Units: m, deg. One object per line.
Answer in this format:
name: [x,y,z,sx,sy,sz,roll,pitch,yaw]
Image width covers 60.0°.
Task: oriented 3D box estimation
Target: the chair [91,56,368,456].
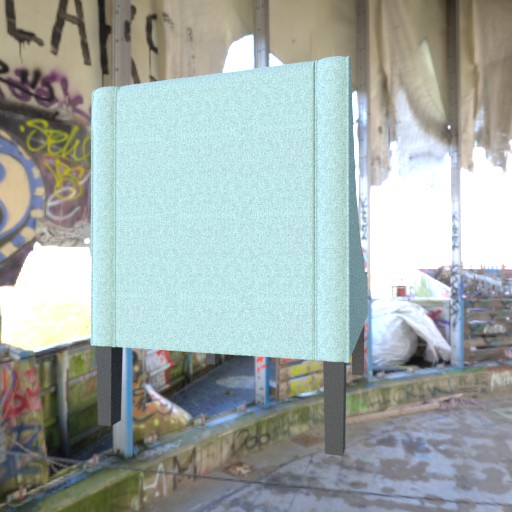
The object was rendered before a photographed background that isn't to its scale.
chair: [0.000,0.000,1.832,0.857,1.133,1.025,0,0,17]
